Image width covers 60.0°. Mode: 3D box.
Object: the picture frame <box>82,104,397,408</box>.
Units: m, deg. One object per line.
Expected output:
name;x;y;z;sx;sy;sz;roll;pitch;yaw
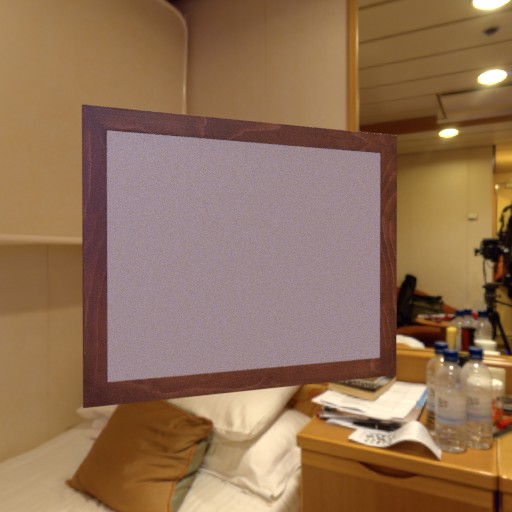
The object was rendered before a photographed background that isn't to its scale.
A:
picture frame;0.000;0.000;0.768;0.559;0.457;0.025;0;1;-19
